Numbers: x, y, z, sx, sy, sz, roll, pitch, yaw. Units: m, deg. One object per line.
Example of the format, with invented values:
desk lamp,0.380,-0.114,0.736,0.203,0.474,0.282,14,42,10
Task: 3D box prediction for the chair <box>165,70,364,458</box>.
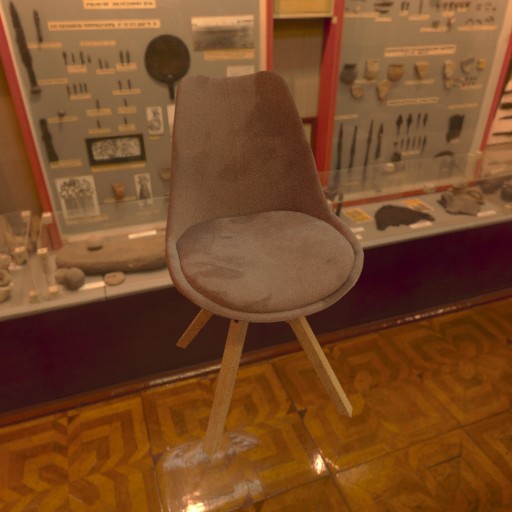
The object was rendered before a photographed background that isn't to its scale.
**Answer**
chair,0.000,0.000,1.194,0.485,0.850,0.550,-10,33,-15
